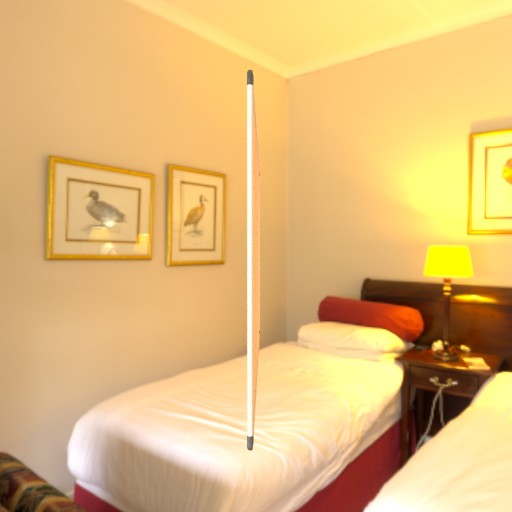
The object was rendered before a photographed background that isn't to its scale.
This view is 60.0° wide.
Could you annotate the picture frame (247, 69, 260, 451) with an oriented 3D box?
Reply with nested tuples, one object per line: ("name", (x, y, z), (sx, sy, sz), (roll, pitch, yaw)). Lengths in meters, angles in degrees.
("picture frame", (0.000, 0.000, 1.140), (0.010, 0.600, 0.900), (0, 1, 1))
